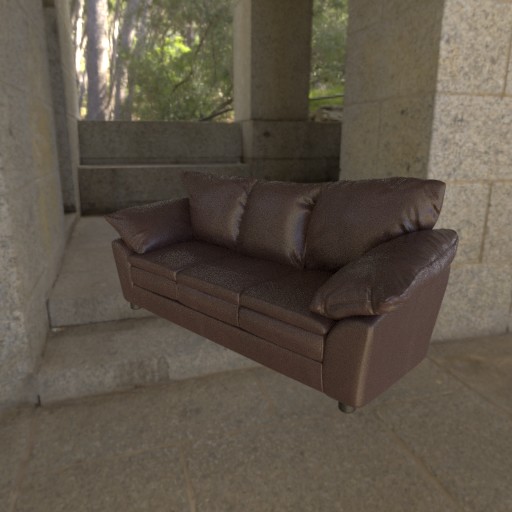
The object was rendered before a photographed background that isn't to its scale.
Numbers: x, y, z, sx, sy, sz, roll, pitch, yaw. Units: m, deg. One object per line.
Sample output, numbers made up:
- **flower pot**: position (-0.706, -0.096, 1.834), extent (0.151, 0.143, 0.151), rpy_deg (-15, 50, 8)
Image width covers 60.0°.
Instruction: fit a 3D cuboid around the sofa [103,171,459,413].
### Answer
- **sofa**: position (0.000, 0.000, 2.897), extent (2.390, 1.091, 0.907), rpy_deg (14, 20, 42)
